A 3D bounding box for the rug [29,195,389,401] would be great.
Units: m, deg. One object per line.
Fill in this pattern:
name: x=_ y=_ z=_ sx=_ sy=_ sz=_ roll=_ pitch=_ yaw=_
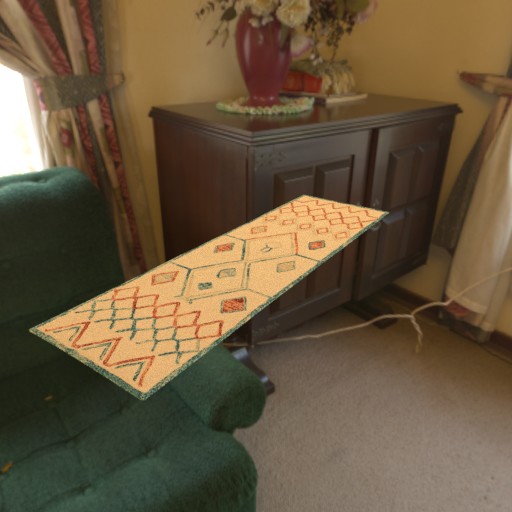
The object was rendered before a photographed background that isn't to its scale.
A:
rug: x=0.000 y=0.000 z=2.671 sx=0.750 sy=0.011 sz=2.435 roll=17 pitch=30 yaw=32
